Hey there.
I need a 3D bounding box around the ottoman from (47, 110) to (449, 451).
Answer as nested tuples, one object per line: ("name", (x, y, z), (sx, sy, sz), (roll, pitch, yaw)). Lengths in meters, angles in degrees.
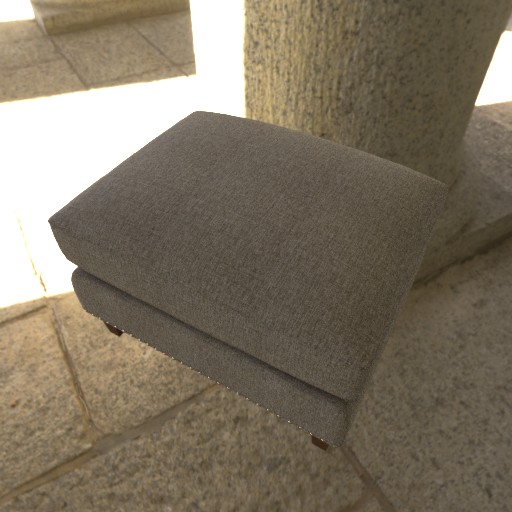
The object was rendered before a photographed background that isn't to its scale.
("ottoman", (0.000, 0.000, 1.124), (0.741, 0.513, 0.584), (22, 50, 20))
